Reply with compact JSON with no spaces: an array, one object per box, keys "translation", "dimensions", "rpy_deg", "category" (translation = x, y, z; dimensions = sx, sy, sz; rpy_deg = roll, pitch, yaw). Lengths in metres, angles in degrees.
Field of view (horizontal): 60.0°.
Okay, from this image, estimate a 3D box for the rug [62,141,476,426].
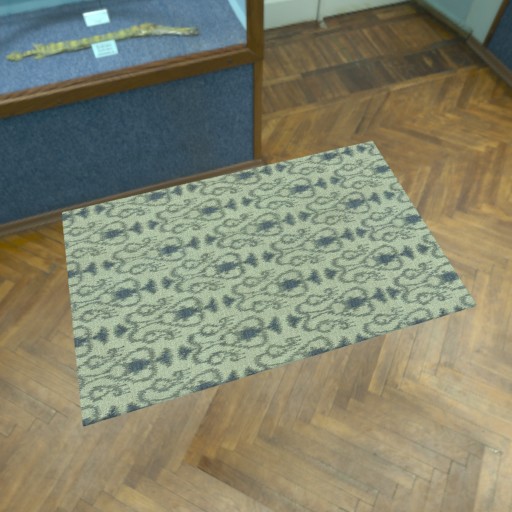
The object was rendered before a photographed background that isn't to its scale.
[{"translation":[0.000,0.000,2.017],"dimensions":[1.652,0.006,1.035],"rpy_deg":[-15,59,-9],"category":"rug"}]
